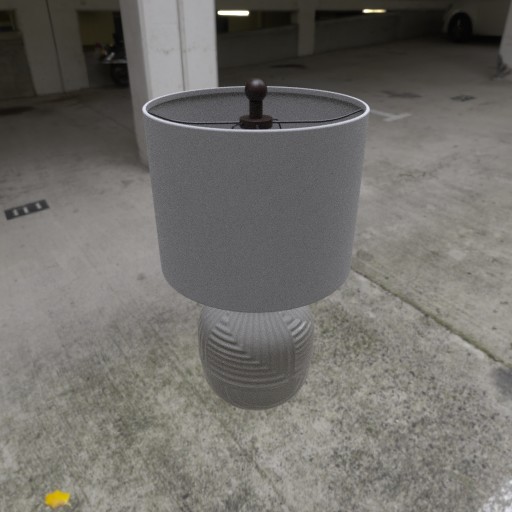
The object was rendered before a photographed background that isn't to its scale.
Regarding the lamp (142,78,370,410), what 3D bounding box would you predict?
[{"bbox_3d":[0.000,0.000,0.755,0.318,0.567,0.318,0,29,0],"label":"lamp"}]
